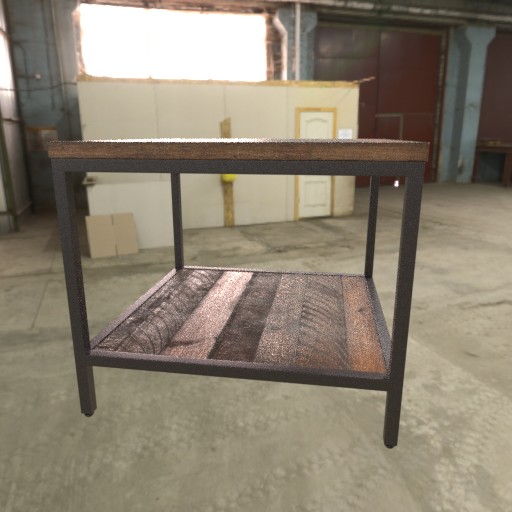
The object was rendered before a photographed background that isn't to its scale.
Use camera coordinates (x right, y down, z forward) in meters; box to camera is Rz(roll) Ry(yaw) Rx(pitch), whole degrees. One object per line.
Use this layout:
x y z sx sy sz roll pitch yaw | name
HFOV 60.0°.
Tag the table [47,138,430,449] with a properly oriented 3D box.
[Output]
0.000 0.000 0.951 0.553 0.482 0.548 2 15 9 | table
